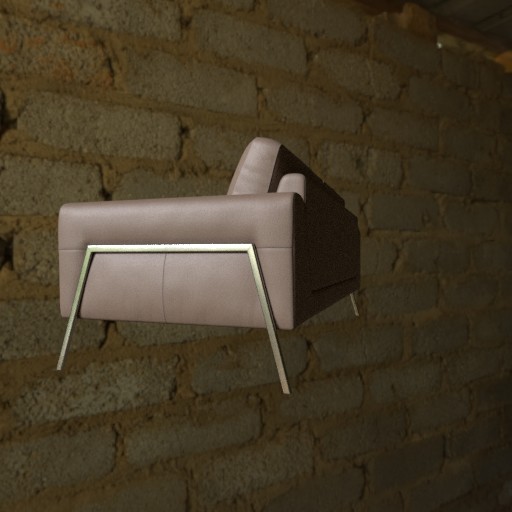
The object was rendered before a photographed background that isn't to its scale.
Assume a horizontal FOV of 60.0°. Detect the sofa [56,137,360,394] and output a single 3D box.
[{"bbox_3d":[0.000,0.000,2.492,0.953,0.875,2.017,0,0,19],"label":"sofa"}]
